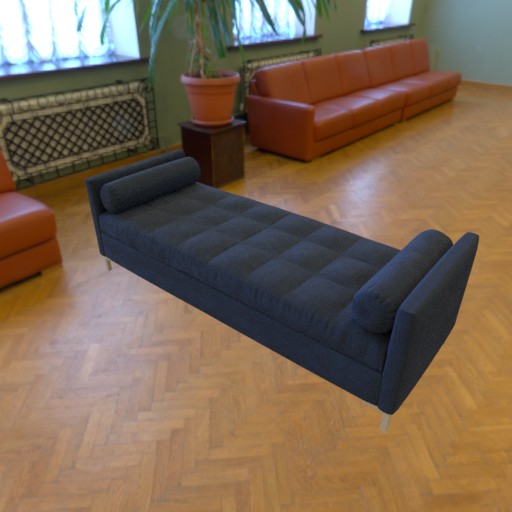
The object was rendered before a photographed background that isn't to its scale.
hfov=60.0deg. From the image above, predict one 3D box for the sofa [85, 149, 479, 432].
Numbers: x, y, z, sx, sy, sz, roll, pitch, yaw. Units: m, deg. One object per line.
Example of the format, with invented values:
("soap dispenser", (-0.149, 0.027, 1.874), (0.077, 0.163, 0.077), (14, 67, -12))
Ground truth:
("sofa", (0.000, 0.000, 2.533), (2.102, 0.657, 0.797), (23, 38, 33))
